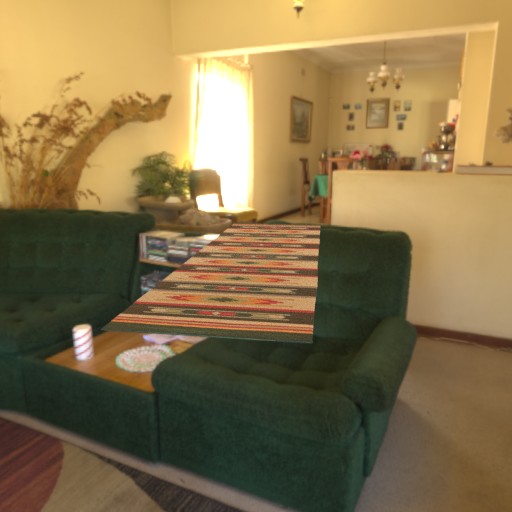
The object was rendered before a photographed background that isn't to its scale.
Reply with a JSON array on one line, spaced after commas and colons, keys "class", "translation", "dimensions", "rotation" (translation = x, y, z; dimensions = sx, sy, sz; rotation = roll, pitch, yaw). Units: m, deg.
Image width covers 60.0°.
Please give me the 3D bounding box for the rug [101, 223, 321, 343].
[{"class": "rug", "translation": [0.000, 0.000, 2.706], "dimensions": [0.760, 0.009, 2.440], "rotation": [2, 13, 8]}]
